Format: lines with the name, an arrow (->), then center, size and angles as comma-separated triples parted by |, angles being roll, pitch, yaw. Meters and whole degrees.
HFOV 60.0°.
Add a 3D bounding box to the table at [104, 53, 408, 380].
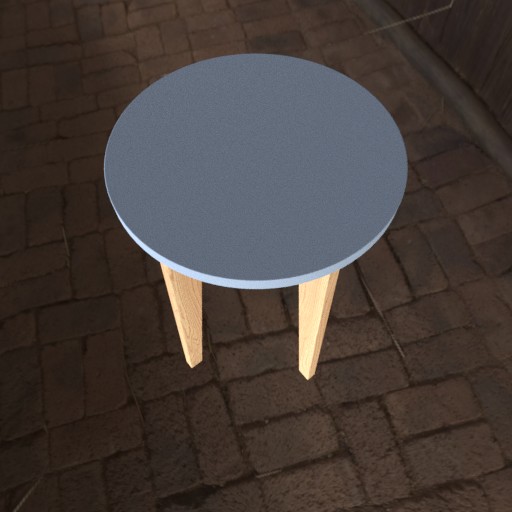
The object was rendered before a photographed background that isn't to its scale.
table -> 0.000, 0.000, 0.734 | 0.350, 0.500, 0.350 | 0, 60, 0
